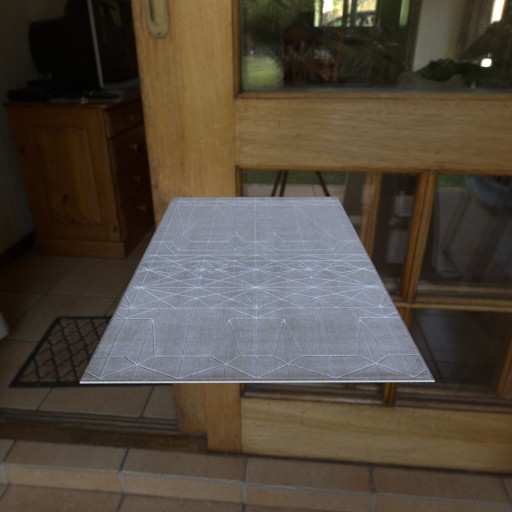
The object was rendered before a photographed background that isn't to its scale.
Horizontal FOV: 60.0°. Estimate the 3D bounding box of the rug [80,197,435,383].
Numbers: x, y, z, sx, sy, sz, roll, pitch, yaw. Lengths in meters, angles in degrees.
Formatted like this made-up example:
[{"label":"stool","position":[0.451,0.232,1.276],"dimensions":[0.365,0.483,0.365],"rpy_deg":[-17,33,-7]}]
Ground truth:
[{"label":"rug","position":[0.000,0.000,2.995],"dimensions":[1.524,0.012,2.438],"rpy_deg":[0,26,0]}]
